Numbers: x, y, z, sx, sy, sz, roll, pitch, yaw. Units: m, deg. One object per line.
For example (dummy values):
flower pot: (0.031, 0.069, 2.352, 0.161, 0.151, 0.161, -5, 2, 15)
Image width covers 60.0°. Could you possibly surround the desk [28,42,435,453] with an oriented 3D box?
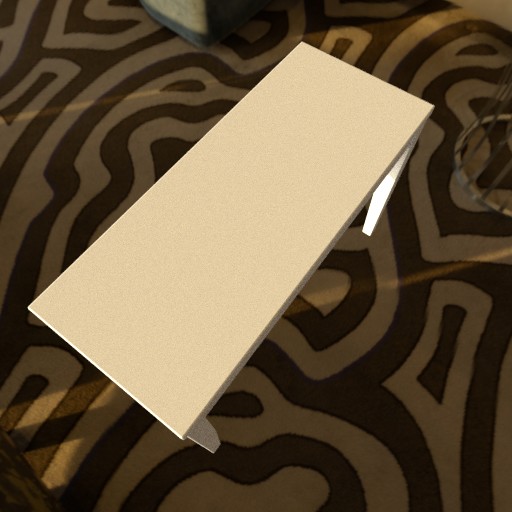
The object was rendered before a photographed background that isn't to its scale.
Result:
desk: (0.000, 0.000, 1.595, 0.508, 0.775, 1.220, 34, 68, 16)
